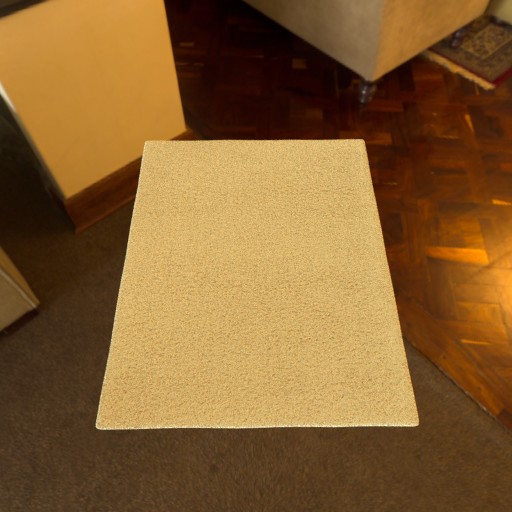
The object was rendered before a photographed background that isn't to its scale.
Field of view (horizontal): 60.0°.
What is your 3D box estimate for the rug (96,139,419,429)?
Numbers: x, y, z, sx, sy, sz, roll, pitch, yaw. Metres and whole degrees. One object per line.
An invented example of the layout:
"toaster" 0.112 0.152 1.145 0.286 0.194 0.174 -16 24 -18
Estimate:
"rug" 0.000 0.000 4.138 2.438 0.029 3.047 0 58 0
